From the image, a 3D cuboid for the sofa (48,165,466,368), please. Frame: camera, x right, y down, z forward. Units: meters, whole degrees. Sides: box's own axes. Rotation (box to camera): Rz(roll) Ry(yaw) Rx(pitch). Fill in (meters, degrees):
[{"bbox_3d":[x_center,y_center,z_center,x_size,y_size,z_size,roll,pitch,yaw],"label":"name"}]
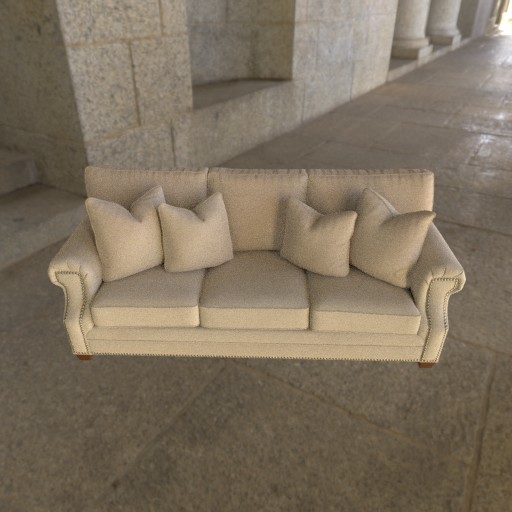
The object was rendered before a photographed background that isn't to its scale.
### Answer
[{"bbox_3d":[0.000,0.000,2.772,2.312,0.975,0.965,1,31,2],"label":"sofa"}]
